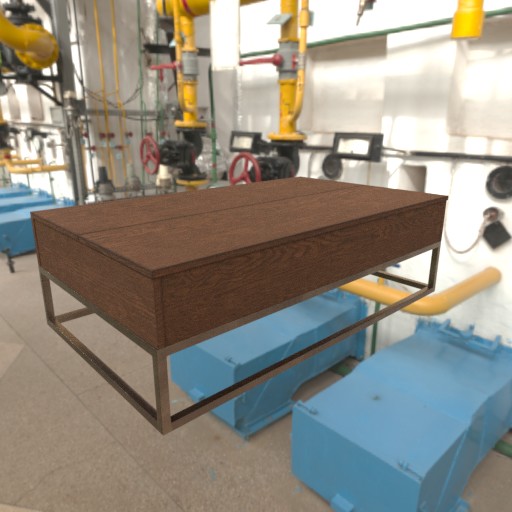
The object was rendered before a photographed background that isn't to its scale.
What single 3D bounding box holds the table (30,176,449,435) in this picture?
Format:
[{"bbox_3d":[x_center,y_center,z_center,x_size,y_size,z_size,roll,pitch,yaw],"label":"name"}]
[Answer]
[{"bbox_3d":[0.000,0.000,1.480,1.167,0.361,0.719,-15,23,-40],"label":"table"}]
